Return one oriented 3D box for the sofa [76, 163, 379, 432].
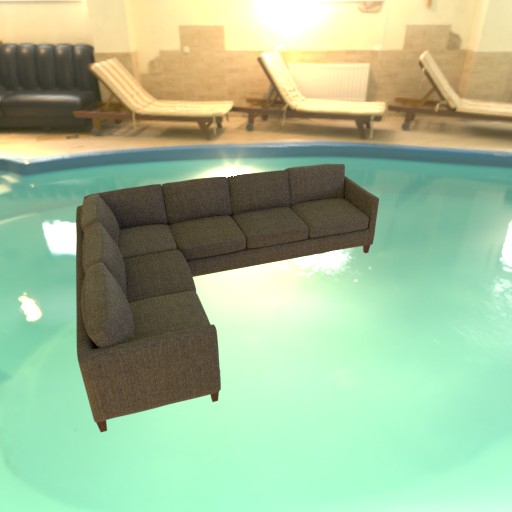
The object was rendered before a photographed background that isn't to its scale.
[{"bbox_3d":[0.000,0.000,4.408,3.302,0.947,2.593,-10,32,-17],"label":"sofa"}]
